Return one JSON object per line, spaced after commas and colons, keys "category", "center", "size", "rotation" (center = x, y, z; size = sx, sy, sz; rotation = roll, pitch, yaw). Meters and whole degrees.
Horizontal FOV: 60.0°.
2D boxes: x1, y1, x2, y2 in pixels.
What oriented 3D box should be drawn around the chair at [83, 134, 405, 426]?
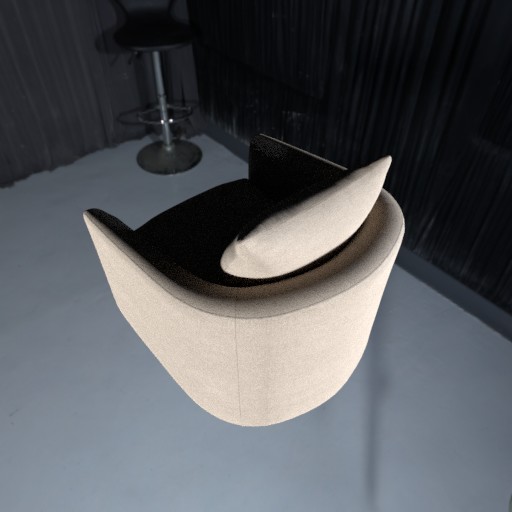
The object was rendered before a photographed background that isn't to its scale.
{"category": "chair", "center": [0.000, 0.000, 1.588], "size": [0.845, 0.848, 0.910], "rotation": [-31, 53, -27]}
